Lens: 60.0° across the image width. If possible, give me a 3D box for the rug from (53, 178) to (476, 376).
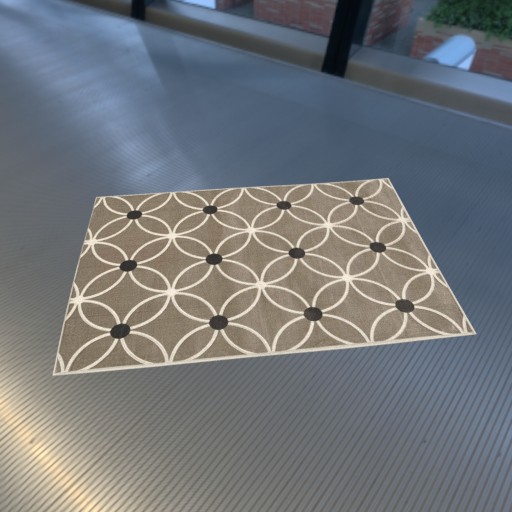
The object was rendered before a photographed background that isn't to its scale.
[{"bbox_3d":[0.000,0.000,2.891,2.284,0.008,1.522,-5,45,-5],"label":"rug"}]
